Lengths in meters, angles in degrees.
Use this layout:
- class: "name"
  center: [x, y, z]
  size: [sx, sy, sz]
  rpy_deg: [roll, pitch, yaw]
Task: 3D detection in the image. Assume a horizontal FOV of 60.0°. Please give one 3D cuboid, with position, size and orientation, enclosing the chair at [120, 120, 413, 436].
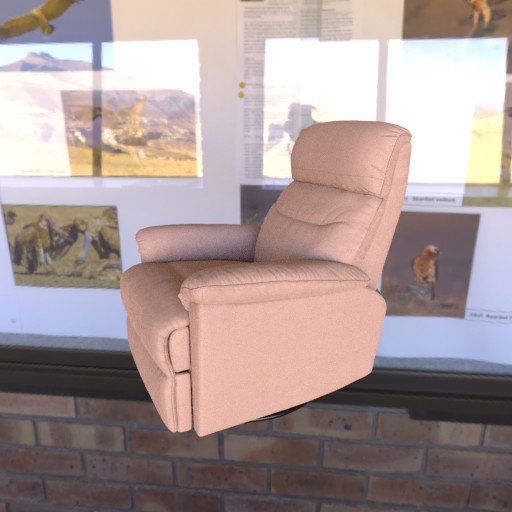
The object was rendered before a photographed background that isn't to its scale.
- class: "chair"
  center: [0.000, 0.000, 1.756]
  size: [1.004, 1.037, 0.820]
  rpy_deg: [-8, 17, -25]
